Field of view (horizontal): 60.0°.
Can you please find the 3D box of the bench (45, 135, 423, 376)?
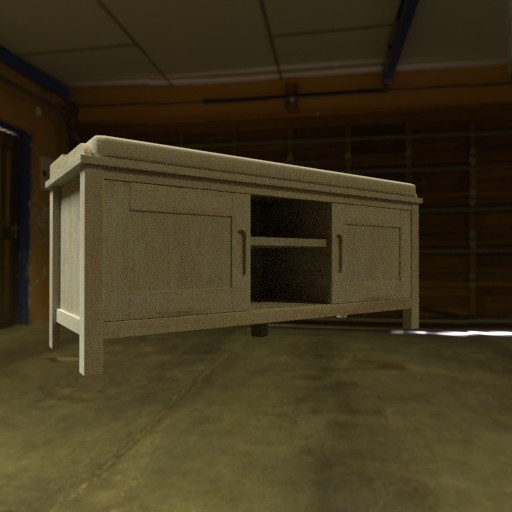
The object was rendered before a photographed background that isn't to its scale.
[{"bbox_3d":[0.000,0.000,1.384,1.140,0.501,0.398,0,-1,-35],"label":"bench"}]
